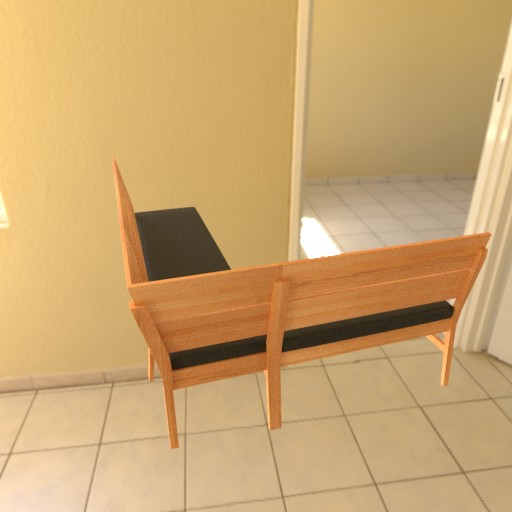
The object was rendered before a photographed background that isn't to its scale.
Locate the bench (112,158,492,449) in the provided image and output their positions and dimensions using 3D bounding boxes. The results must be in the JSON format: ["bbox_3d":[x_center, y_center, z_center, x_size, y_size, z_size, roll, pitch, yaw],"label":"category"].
[{"bbox_3d":[0.000,0.000,2.752,1.548,0.890,1.948,-8,27,-16],"label":"bench"}]
